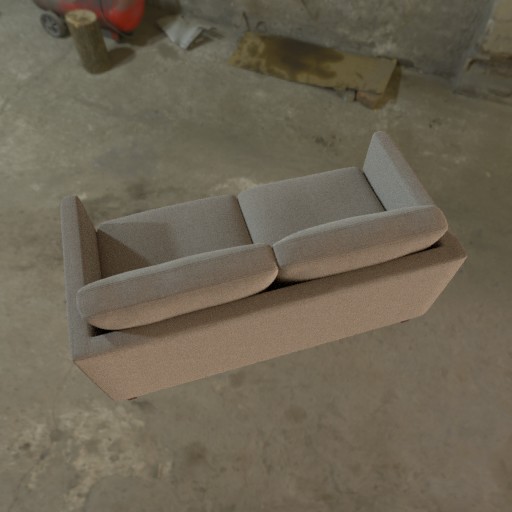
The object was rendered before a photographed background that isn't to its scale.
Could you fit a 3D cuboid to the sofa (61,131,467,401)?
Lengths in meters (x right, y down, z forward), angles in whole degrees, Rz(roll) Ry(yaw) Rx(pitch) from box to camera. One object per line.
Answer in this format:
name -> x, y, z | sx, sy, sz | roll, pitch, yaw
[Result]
sofa -> 0.000, 0.000, 2.445 | 1.884, 0.947, 0.951 | -14, 58, -9
